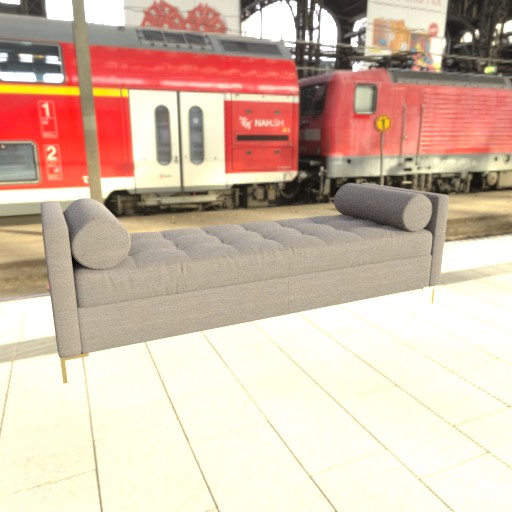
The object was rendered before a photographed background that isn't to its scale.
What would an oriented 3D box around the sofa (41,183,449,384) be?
[{"bbox_3d":[0.000,0.000,2.328,1.981,0.635,0.686,-7,17,-25],"label":"sofa"}]
